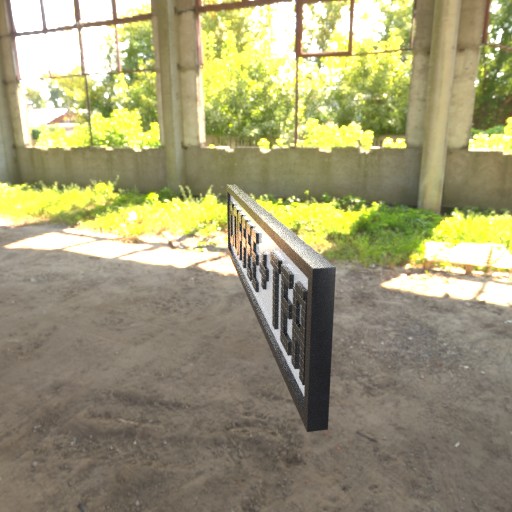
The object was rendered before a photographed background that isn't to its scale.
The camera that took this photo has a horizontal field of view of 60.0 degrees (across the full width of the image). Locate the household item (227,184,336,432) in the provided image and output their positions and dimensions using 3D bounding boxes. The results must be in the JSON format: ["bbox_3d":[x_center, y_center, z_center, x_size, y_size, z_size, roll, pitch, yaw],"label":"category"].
[{"bbox_3d":[0.000,0.000,1.059,0.030,0.236,1.001,-3,15,-9],"label":"household item"}]
